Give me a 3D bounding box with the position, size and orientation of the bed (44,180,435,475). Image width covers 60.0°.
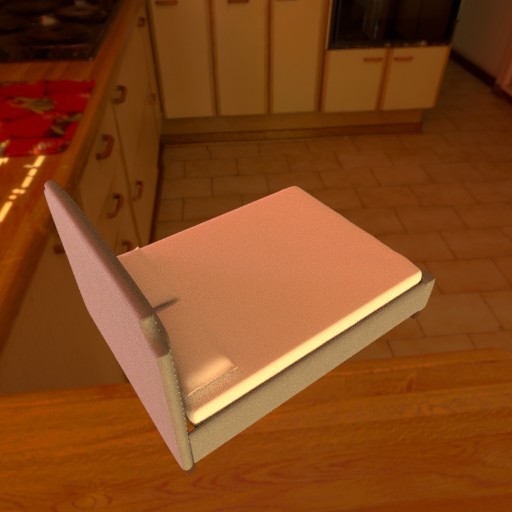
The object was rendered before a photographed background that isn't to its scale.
[{"bbox_3d":[0.000,0.000,3.371,2.372,1.443,1.712,-26,47,-26],"label":"bed"}]
